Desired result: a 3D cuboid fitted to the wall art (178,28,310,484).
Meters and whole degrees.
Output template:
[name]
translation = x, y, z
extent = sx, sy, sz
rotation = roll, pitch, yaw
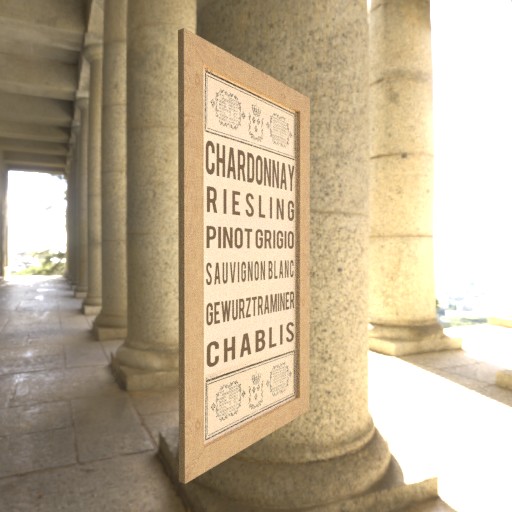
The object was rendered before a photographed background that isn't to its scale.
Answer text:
[wall art]
translation = 0.000, 0.000, 0.821
extent = 0.013, 0.683, 0.381
rotation = 1, 1, 36
